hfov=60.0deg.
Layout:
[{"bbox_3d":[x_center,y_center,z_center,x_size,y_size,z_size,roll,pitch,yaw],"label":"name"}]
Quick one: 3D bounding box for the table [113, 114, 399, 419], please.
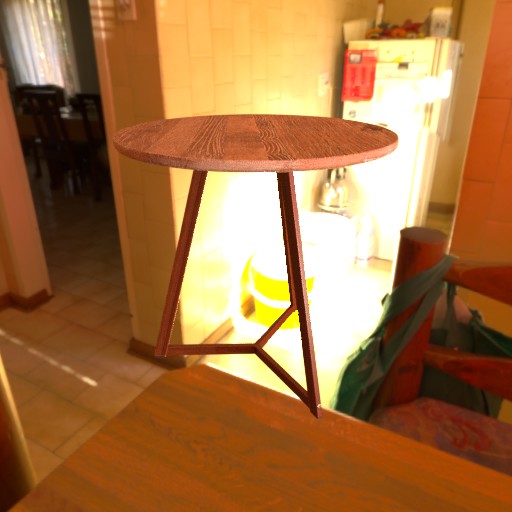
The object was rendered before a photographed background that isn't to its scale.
[{"bbox_3d":[0.000,0.000,0.909,0.500,0.500,0.500,0,24,0],"label":"table"}]
